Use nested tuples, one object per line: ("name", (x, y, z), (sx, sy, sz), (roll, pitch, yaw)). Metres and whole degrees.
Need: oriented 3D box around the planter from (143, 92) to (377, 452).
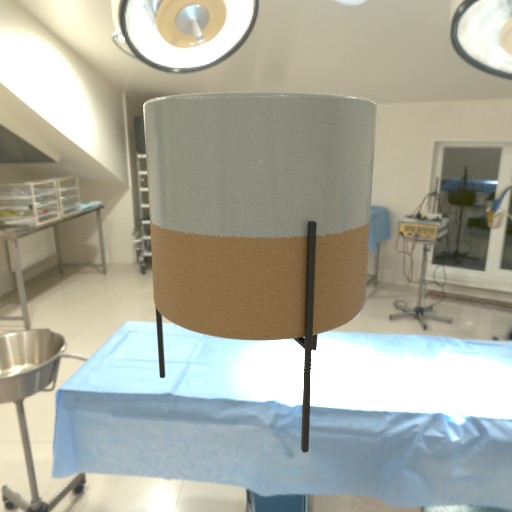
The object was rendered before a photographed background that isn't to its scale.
("planter", (0.000, 0.000, 0.733), (0.360, 0.480, 0.348), (2, 15, 9))
